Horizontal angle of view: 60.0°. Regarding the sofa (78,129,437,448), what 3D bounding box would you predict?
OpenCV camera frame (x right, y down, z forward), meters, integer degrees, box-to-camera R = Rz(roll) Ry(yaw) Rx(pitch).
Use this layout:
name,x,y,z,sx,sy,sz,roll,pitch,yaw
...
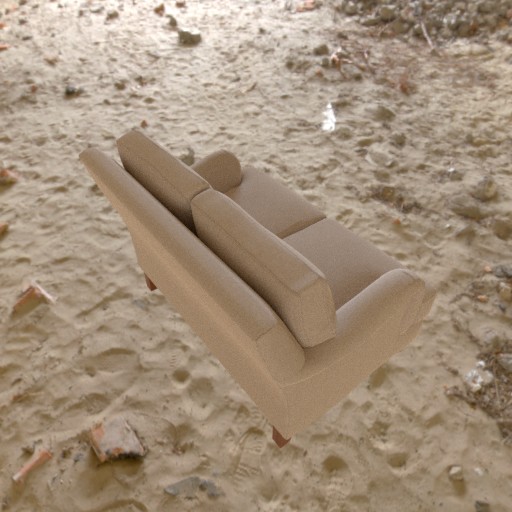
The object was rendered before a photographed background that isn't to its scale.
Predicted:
name,x,y,z,sx,sy,sz,roll,pitch,yaw
sofa,0.000,0.000,2.264,1.087,1.048,1.508,-27,48,-27
